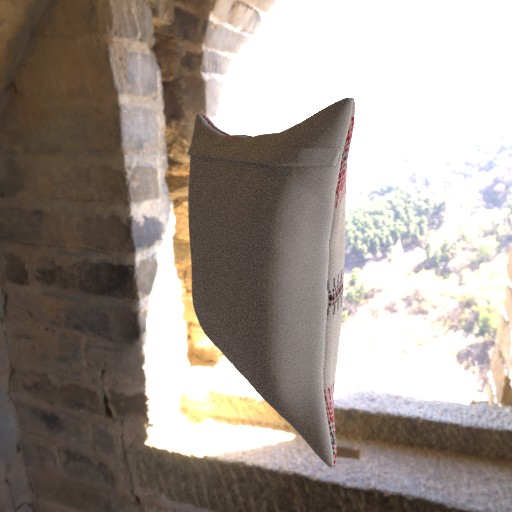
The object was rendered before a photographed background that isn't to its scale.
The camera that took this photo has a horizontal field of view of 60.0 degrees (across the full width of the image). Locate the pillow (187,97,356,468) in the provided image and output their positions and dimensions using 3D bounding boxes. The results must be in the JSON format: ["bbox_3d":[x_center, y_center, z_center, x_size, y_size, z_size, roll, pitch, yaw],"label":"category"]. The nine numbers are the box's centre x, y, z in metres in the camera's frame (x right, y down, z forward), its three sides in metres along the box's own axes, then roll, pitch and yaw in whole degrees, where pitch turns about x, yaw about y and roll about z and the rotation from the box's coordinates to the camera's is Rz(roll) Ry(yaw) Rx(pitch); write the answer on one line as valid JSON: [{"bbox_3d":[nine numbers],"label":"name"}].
[{"bbox_3d":[0.000,0.000,0.712,0.160,0.454,0.463,-8,17,-26],"label":"pillow"}]
